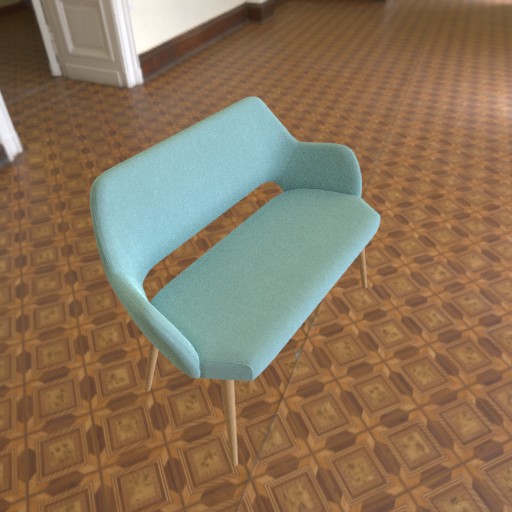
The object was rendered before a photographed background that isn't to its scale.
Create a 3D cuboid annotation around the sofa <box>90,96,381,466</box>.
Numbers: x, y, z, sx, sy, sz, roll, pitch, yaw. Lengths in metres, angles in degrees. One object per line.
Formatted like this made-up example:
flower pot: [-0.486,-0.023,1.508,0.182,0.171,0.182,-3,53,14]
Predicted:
sofa: [0.000,0.000,1.634,0.610,0.840,1.150,25,46,26]
